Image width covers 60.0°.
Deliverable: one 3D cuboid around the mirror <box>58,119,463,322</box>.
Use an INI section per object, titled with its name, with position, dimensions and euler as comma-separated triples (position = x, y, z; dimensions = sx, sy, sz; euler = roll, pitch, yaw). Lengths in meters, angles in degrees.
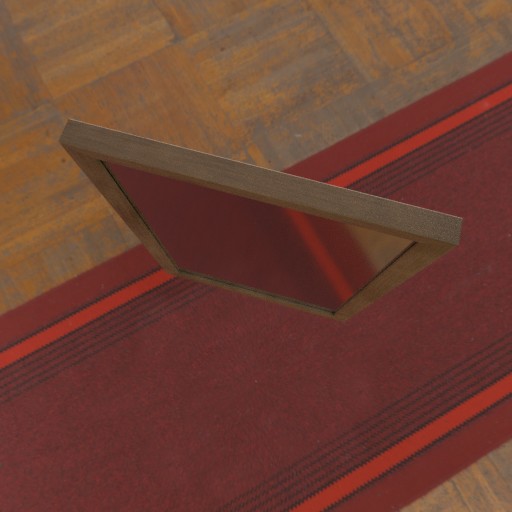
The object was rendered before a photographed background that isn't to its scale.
[mirror]
position = 0.000, 0.000, 0.887
dimensions = 0.507, 0.710, 0.040
euler = 15, 75, 4
